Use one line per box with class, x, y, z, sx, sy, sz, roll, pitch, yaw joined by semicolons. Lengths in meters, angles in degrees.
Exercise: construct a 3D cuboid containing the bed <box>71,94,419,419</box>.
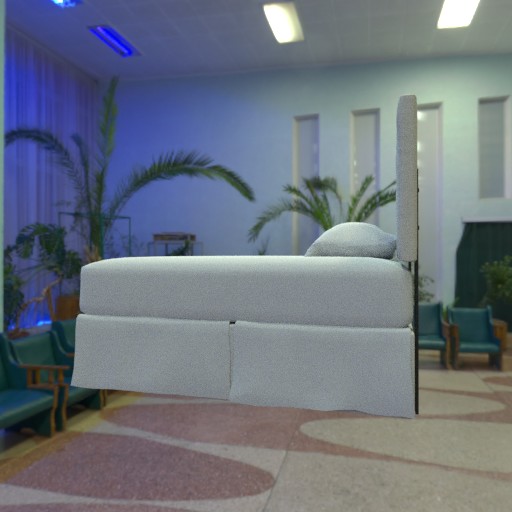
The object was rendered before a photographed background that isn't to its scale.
bed;0.000;0.000;2.957;1.997;1.571;1.261;0;0;17
